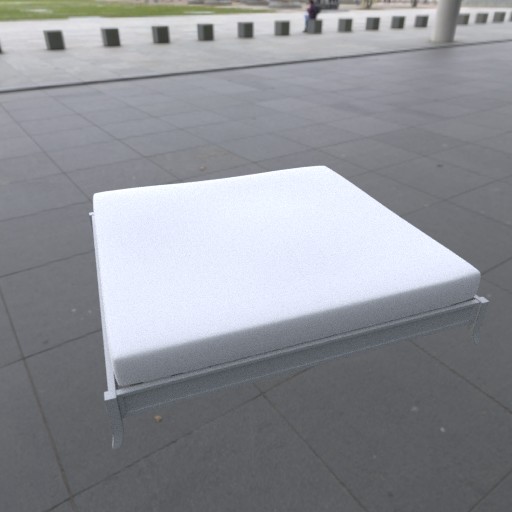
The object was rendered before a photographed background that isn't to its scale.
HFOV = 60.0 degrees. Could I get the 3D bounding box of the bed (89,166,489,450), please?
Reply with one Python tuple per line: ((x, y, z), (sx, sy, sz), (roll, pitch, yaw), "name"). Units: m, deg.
((0.000, 0.000, 3.011), (2.108, 0.510, 2.007), (-10, 33, -17), "bed")
